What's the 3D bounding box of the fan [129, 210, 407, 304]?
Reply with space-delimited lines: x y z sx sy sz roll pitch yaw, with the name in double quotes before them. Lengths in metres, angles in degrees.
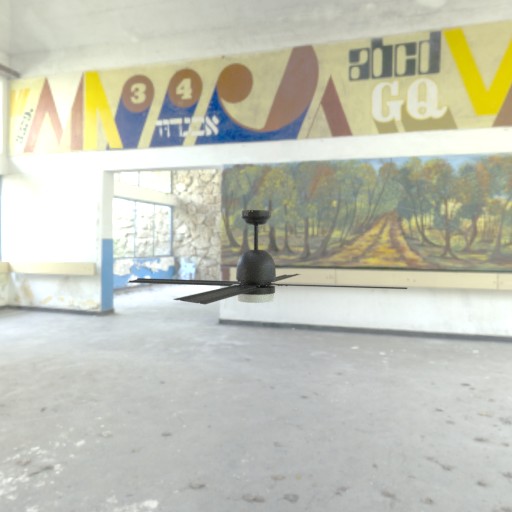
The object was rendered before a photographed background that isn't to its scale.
"fan" 0.000 0.000 2.036 1.319 0.410 1.319 0 2 17
